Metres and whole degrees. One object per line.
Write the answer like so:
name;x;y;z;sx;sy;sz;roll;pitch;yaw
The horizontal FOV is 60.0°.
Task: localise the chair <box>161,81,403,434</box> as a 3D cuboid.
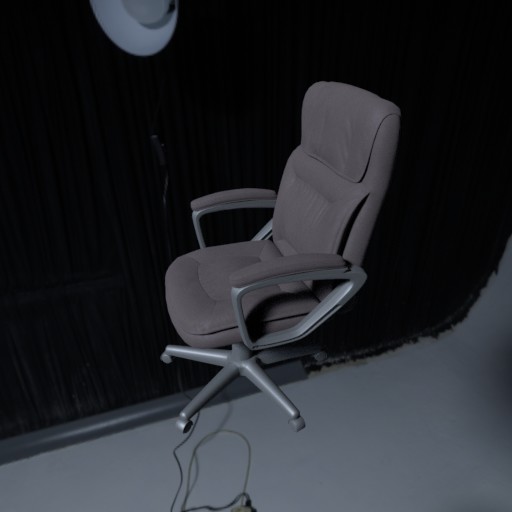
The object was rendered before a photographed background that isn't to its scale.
chair;0.000;0.000;1.558;0.724;1.105;0.667;-9;30;-16
